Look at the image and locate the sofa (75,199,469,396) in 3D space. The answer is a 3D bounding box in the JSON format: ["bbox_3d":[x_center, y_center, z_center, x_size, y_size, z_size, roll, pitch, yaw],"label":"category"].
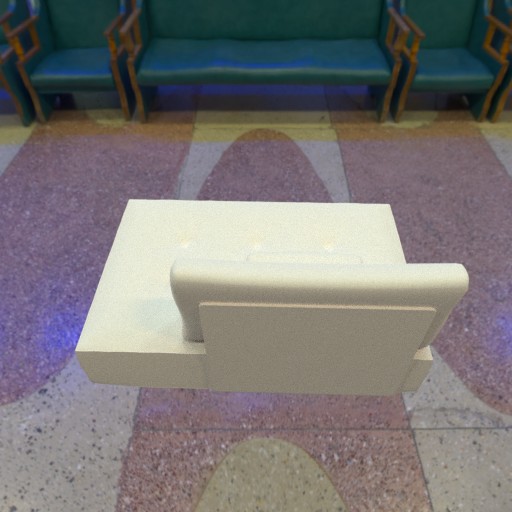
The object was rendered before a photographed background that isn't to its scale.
[{"bbox_3d":[0.000,0.000,2.046,1.450,0.820,1.000,1,46,1],"label":"sofa"}]
